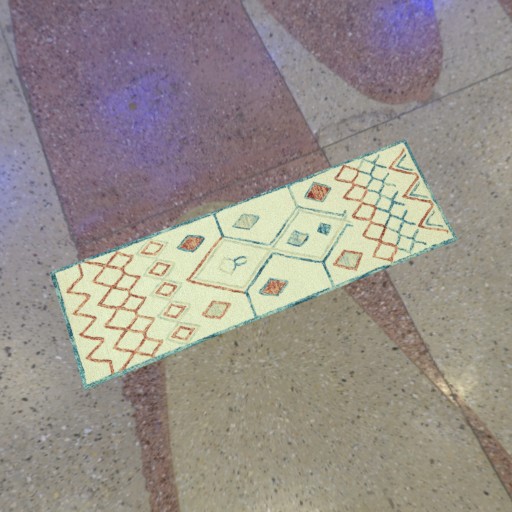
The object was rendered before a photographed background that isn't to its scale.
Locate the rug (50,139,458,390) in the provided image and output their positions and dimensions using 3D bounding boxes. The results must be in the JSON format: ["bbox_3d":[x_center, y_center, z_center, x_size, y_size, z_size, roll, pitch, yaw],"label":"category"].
[{"bbox_3d":[0.000,0.000,2.755,2.435,0.011,0.750,-21,77,-5],"label":"rug"}]
